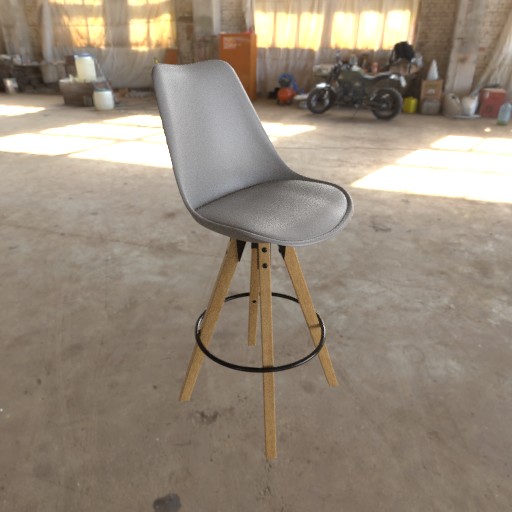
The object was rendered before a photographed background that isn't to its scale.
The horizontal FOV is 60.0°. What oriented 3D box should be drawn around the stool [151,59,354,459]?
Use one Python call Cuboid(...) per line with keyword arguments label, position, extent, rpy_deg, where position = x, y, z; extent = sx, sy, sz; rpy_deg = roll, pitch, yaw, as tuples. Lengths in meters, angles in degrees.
Cuboid(label="stool", position=(0.000, 0.000, 1.409), extent=(0.550, 1.115, 0.485), rpy_deg=(19, 33, 33))
